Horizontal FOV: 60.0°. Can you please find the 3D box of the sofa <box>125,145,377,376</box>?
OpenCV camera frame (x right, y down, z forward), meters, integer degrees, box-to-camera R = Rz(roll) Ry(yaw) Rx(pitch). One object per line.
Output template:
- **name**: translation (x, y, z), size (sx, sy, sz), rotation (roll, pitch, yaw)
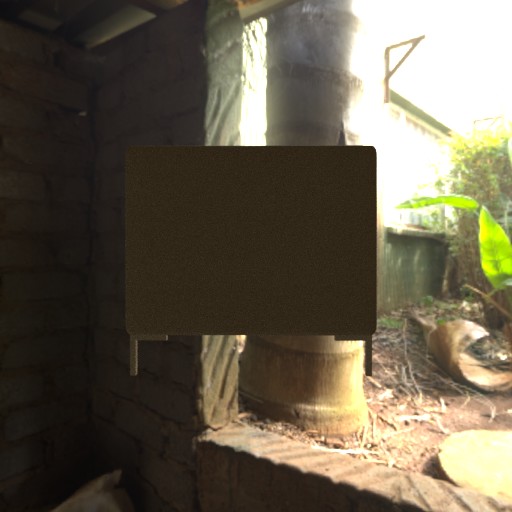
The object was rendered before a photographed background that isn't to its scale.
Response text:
- **sofa**: translation (0.000, 0.000, 2.173), size (0.686, 0.635, 1.981), rotation (0, 0, 1)
